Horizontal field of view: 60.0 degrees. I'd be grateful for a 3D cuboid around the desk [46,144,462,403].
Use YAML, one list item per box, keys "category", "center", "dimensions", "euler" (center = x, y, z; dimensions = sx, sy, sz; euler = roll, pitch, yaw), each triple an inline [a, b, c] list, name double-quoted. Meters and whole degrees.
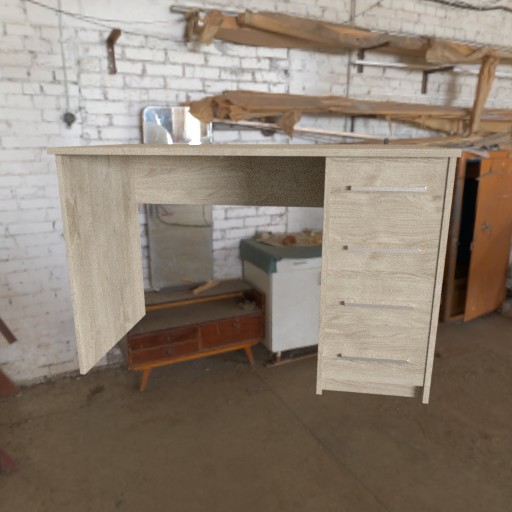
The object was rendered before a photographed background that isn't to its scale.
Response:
- category: "desk"
  center: [0.000, 0.000, 1.514]
  dimensions: [1.096, 0.730, 0.560]
  euler: [2, 15, 8]
